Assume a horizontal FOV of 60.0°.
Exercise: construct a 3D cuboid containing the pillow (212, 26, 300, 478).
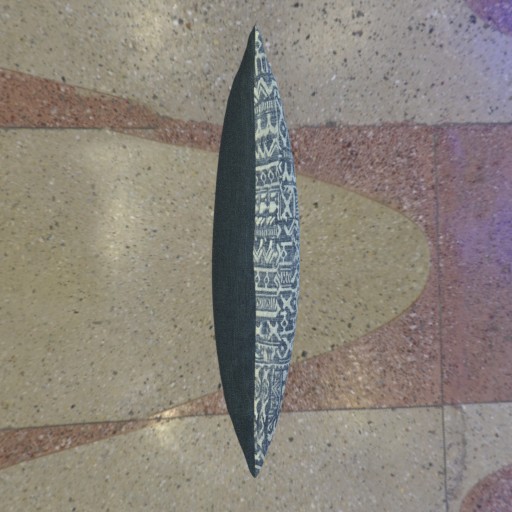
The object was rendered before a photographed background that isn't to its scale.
[{"bbox_3d":[0.000,0.000,0.737,0.148,0.292,0.631,0,90,0],"label":"pillow"}]
